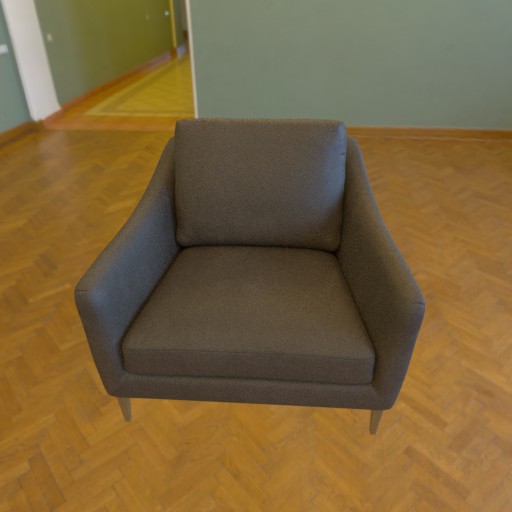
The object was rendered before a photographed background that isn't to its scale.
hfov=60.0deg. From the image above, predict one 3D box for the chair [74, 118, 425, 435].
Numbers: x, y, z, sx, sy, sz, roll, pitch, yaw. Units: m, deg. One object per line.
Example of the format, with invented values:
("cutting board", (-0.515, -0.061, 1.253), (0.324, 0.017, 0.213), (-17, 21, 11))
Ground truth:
("chair", (0.000, 0.000, 1.685), (0.988, 0.901, 0.961), (2, 32, 3))
